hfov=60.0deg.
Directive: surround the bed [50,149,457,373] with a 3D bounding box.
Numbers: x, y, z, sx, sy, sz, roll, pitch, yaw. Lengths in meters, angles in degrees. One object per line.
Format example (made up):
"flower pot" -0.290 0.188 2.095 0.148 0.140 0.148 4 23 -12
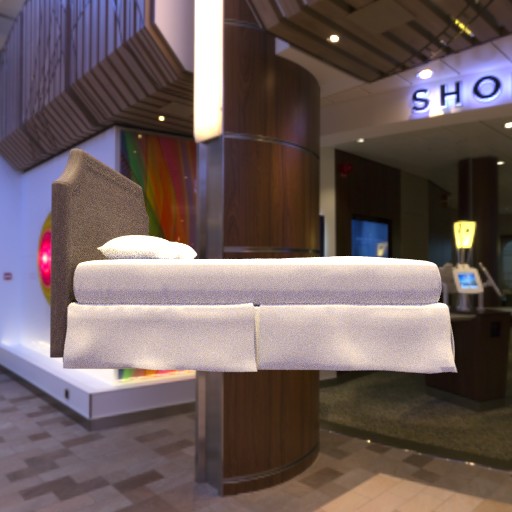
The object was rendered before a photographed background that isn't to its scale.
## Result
"bed" 0.000 0.000 4.091 2.773 1.590 2.350 0 -1 1
